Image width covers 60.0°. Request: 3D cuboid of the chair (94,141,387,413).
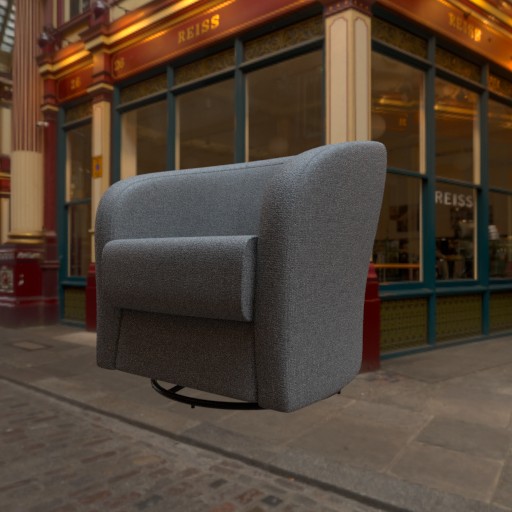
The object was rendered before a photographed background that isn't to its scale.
[{"bbox_3d":[0.000,0.000,1.411,0.791,0.771,0.815,0,0,36],"label":"chair"}]
